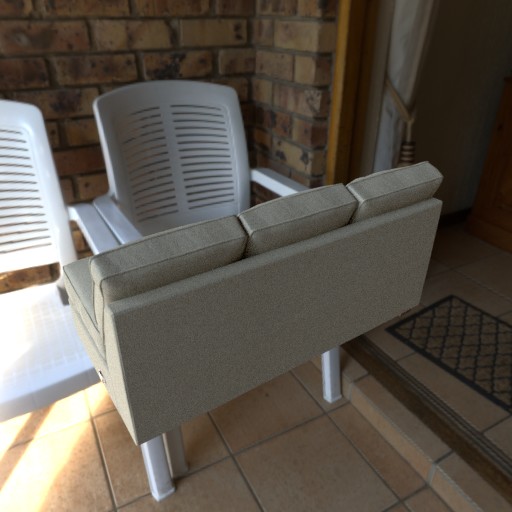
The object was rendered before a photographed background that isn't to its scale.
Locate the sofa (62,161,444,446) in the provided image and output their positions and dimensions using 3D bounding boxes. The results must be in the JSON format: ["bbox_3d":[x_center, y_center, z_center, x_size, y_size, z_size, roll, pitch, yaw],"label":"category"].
[{"bbox_3d":[0.000,0.000,2.560,1.962,0.973,1.027,-18,34,-29],"label":"sofa"}]
